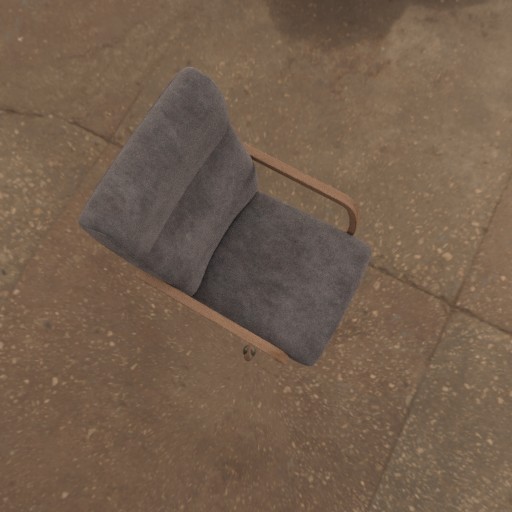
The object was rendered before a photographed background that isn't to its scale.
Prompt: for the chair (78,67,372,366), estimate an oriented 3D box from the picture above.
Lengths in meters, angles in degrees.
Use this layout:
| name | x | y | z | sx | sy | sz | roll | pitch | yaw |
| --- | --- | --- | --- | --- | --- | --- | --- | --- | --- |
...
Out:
| name | x | y | z | sx | sy | sz | roll | pitch | yaw |
| --- | --- | --- | --- | --- | --- | --- | --- | --- | --- |
| chair | 0.000 | 0.000 | 1.513 | 0.741 | 1.029 | 0.640 | 29 | 78 | 7 |
